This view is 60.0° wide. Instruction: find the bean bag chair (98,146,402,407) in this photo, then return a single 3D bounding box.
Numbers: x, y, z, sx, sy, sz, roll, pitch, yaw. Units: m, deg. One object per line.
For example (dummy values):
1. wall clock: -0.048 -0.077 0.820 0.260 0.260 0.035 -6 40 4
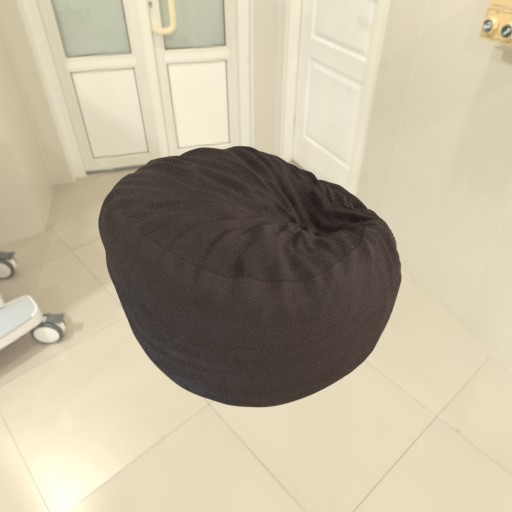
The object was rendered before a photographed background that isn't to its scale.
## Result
1. bean bag chair: 0.000 0.000 2.024 1.245 0.821 1.245 0 41 0
